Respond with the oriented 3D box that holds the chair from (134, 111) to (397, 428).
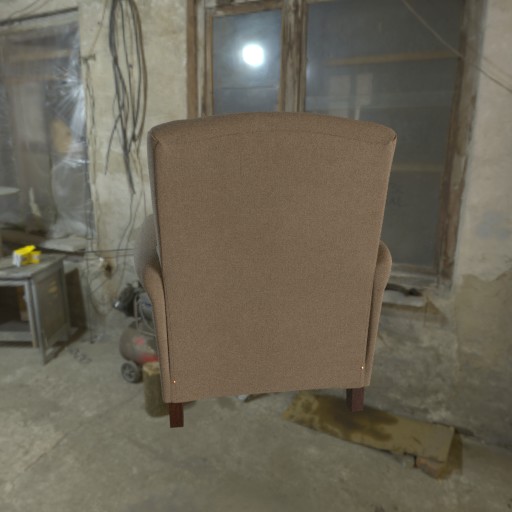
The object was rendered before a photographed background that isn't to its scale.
[{"bbox_3d":[0.000,0.000,1.803,0.978,1.061,0.905,-2,14,-8],"label":"chair"}]
